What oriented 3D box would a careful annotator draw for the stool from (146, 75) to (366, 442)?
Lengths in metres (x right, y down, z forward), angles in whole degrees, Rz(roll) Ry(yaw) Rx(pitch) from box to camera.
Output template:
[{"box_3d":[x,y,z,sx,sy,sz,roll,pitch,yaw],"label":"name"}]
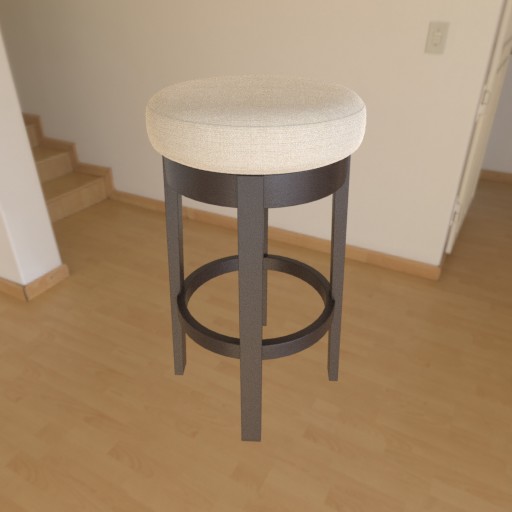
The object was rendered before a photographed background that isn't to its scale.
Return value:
[{"box_3d":[0.000,0.000,1.043,0.446,0.758,0.446,0,30,0],"label":"stool"}]
